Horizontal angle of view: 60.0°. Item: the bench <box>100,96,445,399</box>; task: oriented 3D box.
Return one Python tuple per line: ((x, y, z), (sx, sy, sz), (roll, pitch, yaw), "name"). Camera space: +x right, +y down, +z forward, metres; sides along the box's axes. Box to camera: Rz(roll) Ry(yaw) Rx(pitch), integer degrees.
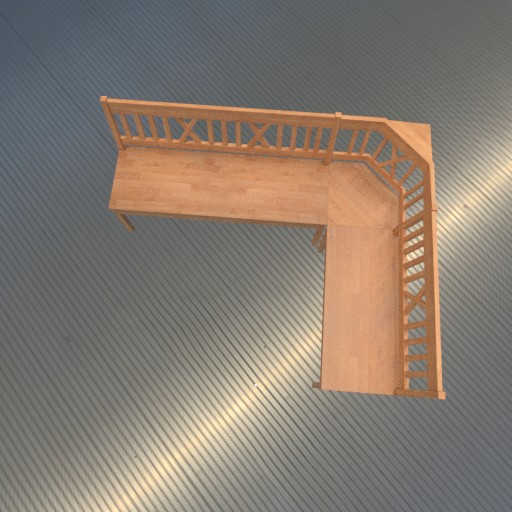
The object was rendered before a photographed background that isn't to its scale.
((0.000, 0.000, 2.780), (1.937, 0.902, 1.537), (4, 74, 1), "bench")
